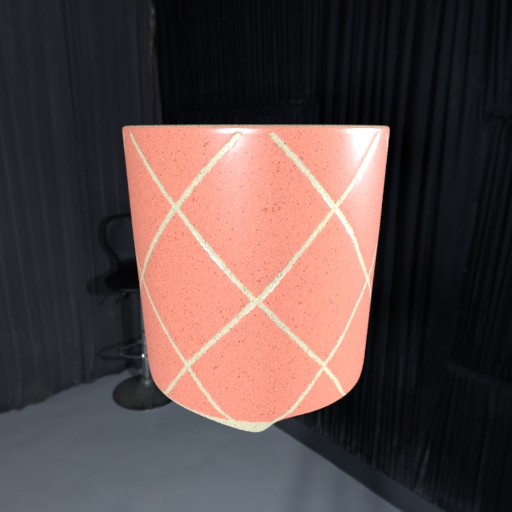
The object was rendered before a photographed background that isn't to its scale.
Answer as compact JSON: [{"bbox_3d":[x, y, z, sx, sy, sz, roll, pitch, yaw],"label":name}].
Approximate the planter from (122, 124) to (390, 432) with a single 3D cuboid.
[{"bbox_3d":[0.000,0.000,0.356,0.191,0.200,0.191,0,16,0],"label":"planter"}]
